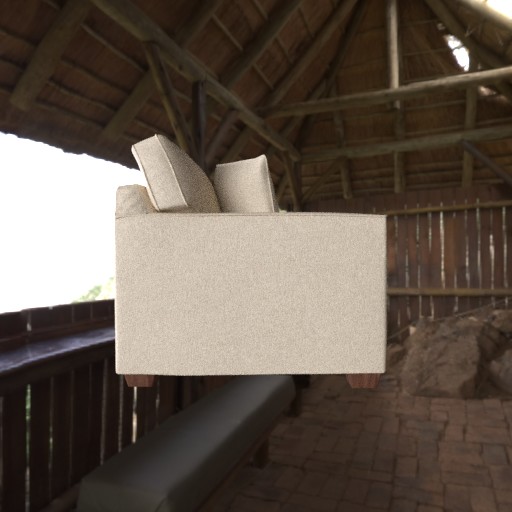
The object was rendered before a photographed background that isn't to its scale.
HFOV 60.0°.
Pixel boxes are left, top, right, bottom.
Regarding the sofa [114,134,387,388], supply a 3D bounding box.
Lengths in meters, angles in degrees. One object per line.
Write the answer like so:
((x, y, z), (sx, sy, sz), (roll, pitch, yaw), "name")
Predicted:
((0.000, 0.000, 2.579), (1.034, 0.946, 1.962), (0, 1, 1), "sofa")
